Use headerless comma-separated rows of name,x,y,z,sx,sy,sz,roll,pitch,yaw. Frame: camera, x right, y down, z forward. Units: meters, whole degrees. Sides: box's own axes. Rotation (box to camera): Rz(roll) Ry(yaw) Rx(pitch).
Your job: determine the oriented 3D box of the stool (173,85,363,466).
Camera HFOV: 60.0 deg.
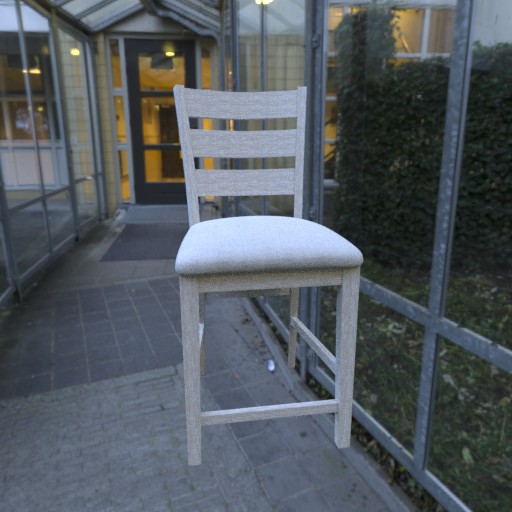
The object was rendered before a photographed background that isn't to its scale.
stool,0.000,0.000,1.375,0.484,1.032,0.569,-3,16,-9
